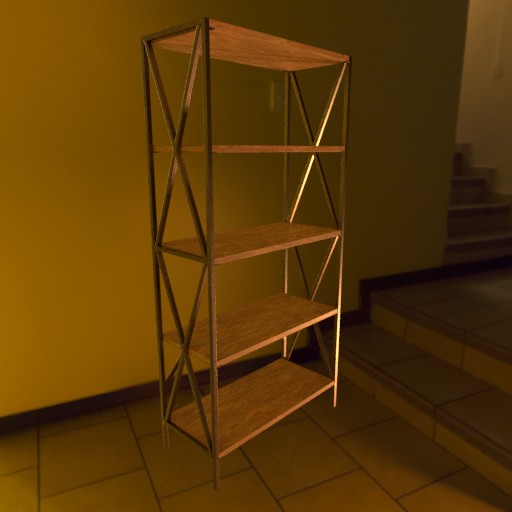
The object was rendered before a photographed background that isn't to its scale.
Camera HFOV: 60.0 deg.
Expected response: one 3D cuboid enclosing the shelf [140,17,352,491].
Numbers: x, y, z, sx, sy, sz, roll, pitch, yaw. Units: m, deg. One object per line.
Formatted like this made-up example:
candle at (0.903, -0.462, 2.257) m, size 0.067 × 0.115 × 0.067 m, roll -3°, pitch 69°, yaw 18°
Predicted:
shelf at (0.000, 0.000, 2.078) m, size 0.386 × 1.803 × 0.874 m, roll 13°, pitch 18°, yaw 43°
